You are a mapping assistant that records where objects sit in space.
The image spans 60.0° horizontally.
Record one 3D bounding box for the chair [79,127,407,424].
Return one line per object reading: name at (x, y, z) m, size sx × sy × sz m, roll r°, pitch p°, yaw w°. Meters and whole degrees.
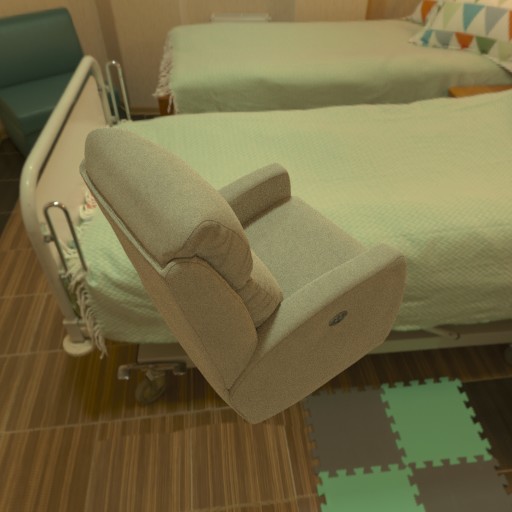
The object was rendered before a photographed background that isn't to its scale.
chair at (0.000, 0.000, 1.638) m, size 0.940 × 1.021 × 0.794 m, roll -26°, pitch 49°, yaw -25°
